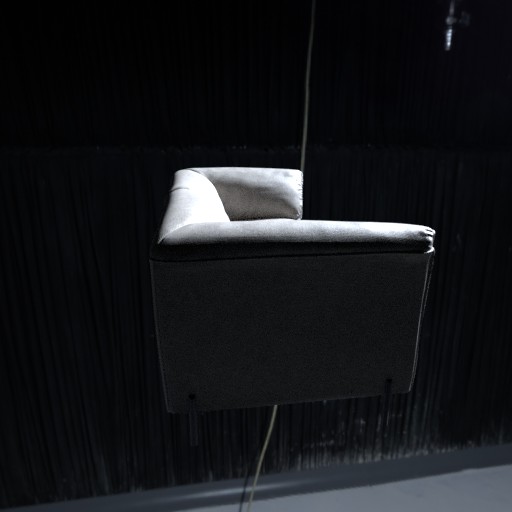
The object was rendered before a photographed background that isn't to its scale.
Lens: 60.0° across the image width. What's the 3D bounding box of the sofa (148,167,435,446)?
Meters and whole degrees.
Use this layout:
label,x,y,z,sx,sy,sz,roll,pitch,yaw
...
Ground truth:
label,x,y,z,sx,sy,sz,roll,pitch,yaw
sofa,0.000,0.000,2.294,0.905,0.747,1.878,-2,17,-8
